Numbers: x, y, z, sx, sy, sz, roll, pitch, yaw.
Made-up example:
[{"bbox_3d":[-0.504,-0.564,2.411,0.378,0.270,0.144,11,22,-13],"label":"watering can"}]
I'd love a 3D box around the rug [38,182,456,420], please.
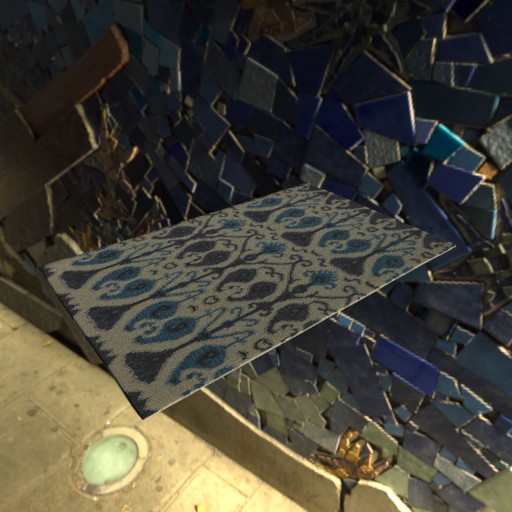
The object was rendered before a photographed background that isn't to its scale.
[{"bbox_3d":[0.000,0.000,2.112,1.698,0.013,1.072,-22,37,-32],"label":"rug"}]
